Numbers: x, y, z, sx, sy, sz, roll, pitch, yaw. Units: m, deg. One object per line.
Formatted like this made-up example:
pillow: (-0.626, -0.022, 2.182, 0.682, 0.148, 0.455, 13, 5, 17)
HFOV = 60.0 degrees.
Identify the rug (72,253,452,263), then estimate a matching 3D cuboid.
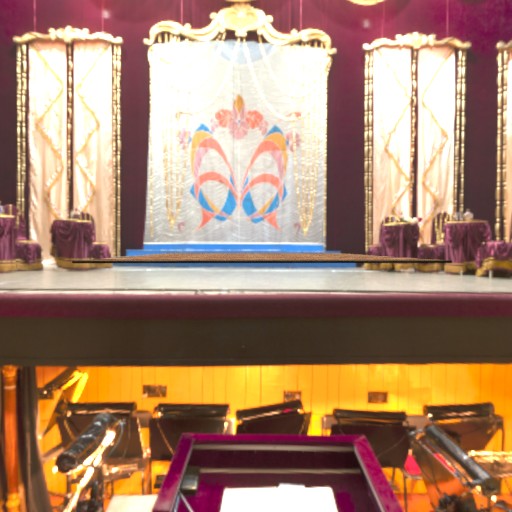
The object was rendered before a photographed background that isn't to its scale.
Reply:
rug: (0.000, 0.000, 2.322, 1.221, 0.009, 1.825, 0, 1, -2)
